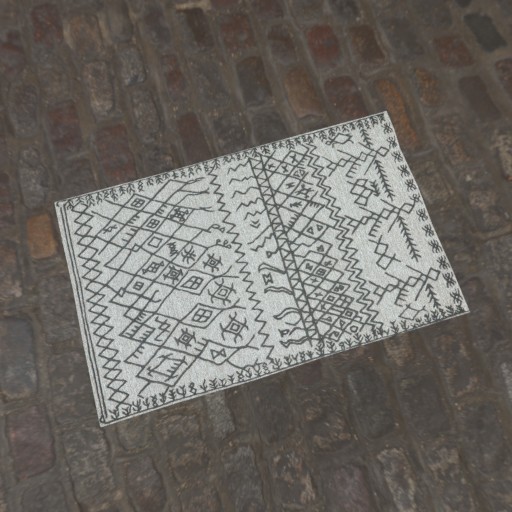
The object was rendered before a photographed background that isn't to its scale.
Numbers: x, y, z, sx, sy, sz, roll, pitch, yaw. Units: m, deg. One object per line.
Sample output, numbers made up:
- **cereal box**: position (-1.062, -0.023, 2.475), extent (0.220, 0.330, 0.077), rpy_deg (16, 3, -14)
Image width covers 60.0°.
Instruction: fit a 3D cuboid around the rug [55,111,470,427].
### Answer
- **rug**: position (0.000, 0.000, 4.645), extent (3.824, 0.019, 2.393), rpy_deg (-16, 77, -4)
